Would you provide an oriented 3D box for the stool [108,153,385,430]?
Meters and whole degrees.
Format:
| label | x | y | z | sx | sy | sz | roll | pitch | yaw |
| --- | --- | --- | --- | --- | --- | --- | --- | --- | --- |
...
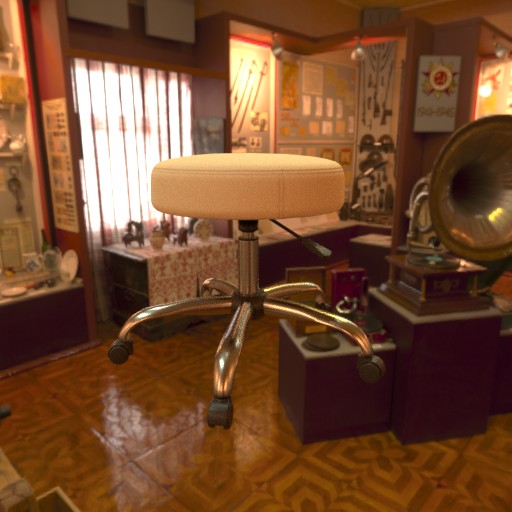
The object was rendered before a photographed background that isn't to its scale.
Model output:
| label | x | y | z | sx | sy | sz | roll | pitch | yaw |
| --- | --- | --- | --- | --- | --- | --- | --- | --- | --- |
| stool | 0.000 | 0.000 | 1.066 | 0.634 | 0.482 | 0.614 | 13 | 19 | 43 |
